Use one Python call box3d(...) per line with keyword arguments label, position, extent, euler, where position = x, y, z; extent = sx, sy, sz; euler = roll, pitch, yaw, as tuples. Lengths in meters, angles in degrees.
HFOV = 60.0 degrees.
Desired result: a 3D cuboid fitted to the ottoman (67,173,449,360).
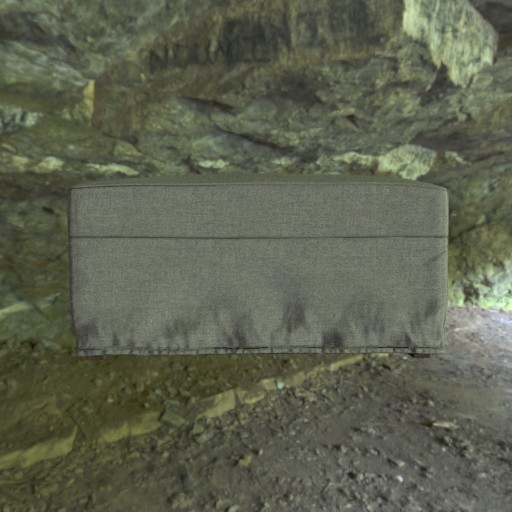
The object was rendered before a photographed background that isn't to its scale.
box3d(label="ottoman", position=(0.000, 0.000, 1.351), extent=(0.840, 0.436, 0.843), euler=(0, 1, -1))
